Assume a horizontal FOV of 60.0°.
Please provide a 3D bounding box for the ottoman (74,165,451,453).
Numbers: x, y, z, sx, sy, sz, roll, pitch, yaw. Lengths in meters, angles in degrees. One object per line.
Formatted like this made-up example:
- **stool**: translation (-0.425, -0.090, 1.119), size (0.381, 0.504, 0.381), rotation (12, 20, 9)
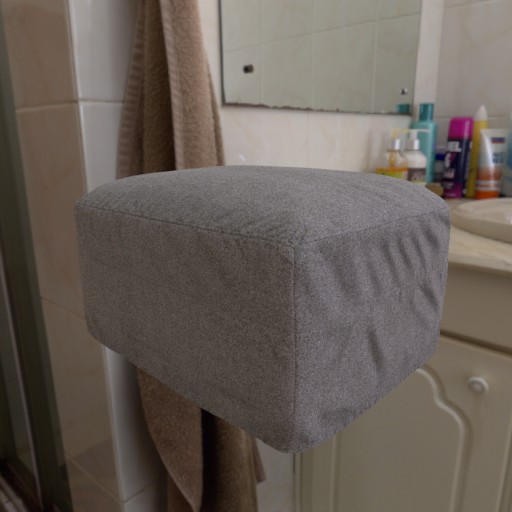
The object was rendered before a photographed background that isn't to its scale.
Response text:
- **ottoman**: translation (0.000, 0.000, 1.210), size (0.837, 0.481, 0.683), rotation (14, 21, 42)
